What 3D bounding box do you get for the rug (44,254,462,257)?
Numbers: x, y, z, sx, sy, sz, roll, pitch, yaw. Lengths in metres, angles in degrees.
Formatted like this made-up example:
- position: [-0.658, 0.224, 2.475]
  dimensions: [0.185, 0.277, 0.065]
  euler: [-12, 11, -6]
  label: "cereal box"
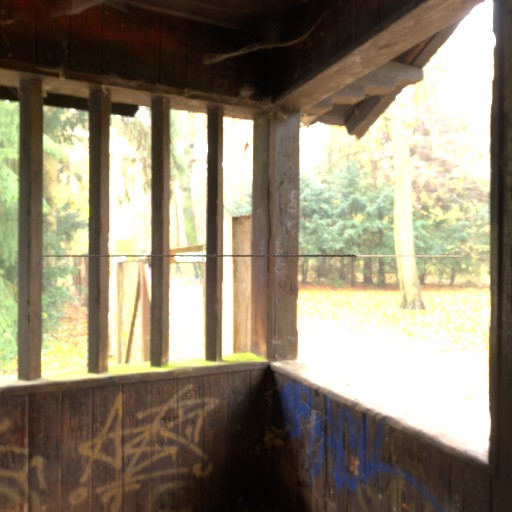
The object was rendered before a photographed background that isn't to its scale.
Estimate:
- position: [0.000, 0.000, 4.080]
  dimensions: [3.034, 0.012, 2.406]
  euler: [0, 0, 37]
  label: "rug"
